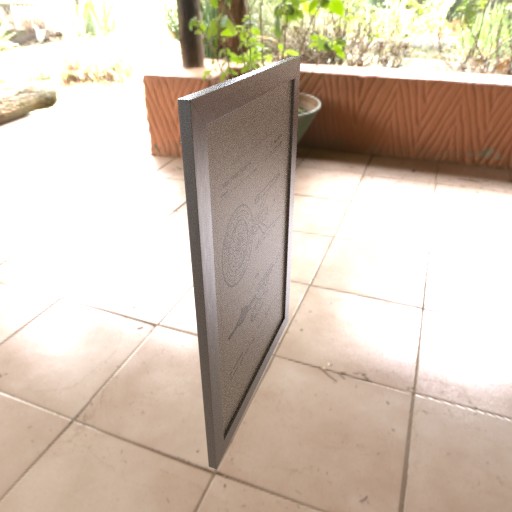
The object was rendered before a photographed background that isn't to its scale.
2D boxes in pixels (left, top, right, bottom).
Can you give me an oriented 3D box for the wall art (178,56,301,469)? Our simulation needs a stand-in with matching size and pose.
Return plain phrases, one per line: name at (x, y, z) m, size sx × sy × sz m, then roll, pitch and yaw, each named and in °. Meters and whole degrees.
wall art at (0.000, 0.000, 0.683) m, size 0.013 × 0.529 × 0.376 m, roll 10°, pitch 32°, yaw 17°
